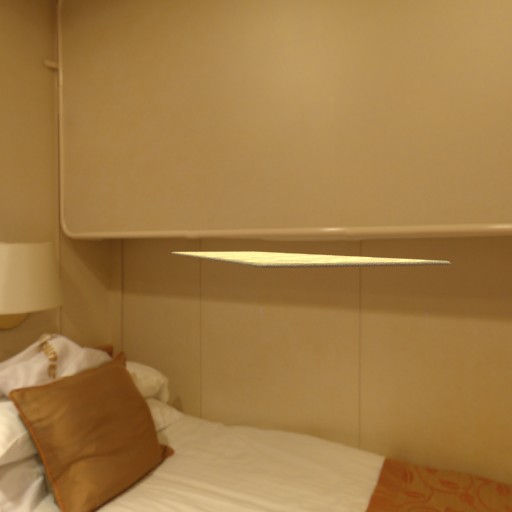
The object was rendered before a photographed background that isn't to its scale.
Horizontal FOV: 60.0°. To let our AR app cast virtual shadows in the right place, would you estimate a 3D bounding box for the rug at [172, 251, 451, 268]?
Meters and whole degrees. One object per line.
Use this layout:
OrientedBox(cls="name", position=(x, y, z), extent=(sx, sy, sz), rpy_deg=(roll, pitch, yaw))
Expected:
OrientedBox(cls="rug", position=(0.000, 0.000, 2.491), extent=(0.678, 0.014, 2.276), rpy_deg=(0, 1, -17))
